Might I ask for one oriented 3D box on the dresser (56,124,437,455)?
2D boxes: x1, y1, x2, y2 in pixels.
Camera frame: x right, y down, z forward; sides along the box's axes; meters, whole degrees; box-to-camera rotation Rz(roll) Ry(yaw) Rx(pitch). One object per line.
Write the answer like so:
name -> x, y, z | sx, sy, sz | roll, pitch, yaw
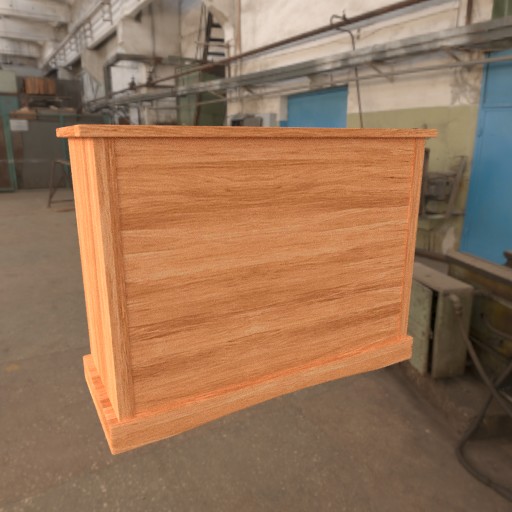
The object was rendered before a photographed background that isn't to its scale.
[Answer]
dresser -> 0.000, 0.000, 1.332 | 0.990, 0.740, 0.410 | -8, 17, -28
